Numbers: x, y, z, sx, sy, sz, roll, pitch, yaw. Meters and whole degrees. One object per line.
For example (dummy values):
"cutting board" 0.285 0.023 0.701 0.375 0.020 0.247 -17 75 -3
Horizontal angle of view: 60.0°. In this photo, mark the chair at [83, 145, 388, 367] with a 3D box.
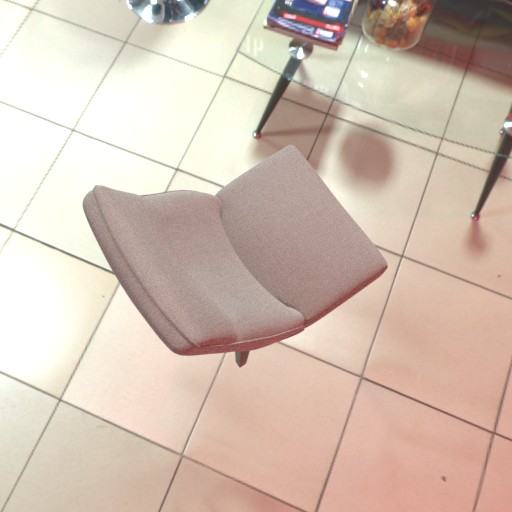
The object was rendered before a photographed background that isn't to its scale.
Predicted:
"chair" 0.000 0.000 1.285 0.620 0.930 0.500 -33 77 -9
